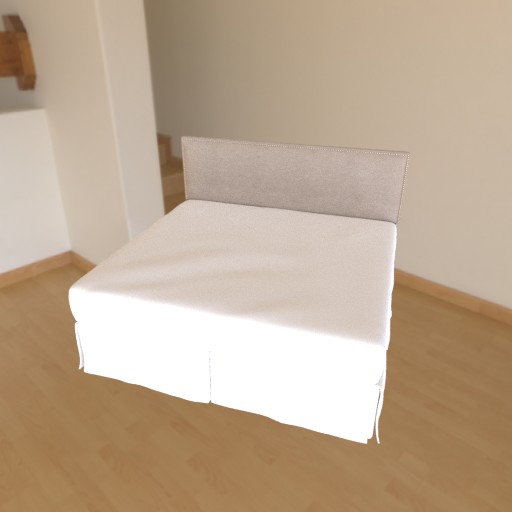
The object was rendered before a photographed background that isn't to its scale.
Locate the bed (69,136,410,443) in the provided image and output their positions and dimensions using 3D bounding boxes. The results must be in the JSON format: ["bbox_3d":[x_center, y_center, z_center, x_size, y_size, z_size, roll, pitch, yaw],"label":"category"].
[{"bbox_3d":[0.000,0.000,3.450,2.170,1.346,1.914,8,28,16],"label":"bed"}]
